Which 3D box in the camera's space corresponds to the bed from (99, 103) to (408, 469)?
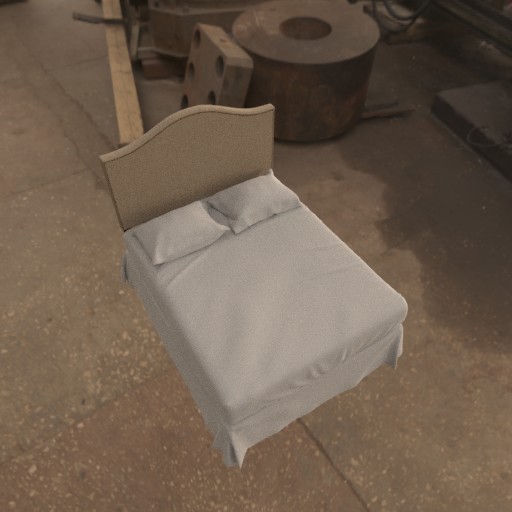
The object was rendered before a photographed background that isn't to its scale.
[{"bbox_3d":[0.000,0.000,3.571,1.876,1.645,2.221,-24,52,-21],"label":"bed"}]
